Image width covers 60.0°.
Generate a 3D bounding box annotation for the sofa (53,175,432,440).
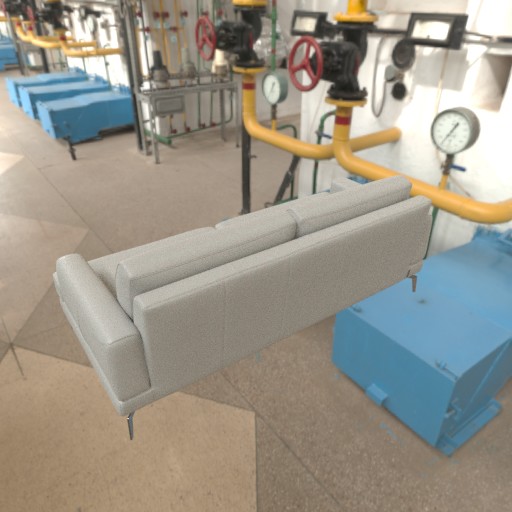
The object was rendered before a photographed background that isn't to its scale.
[{"bbox_3d":[0.000,0.000,2.433,1.940,0.765,0.974,-20,36,-30],"label":"sofa"}]
